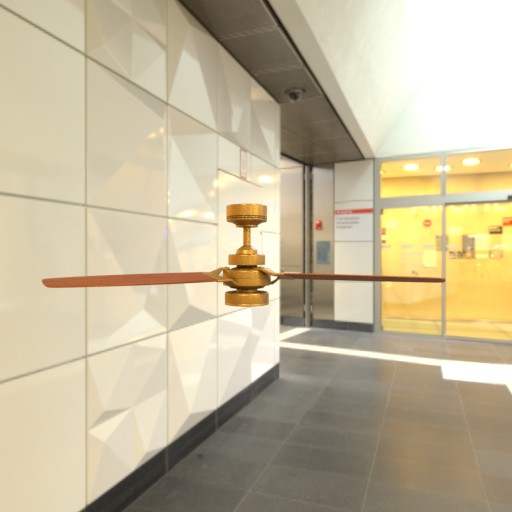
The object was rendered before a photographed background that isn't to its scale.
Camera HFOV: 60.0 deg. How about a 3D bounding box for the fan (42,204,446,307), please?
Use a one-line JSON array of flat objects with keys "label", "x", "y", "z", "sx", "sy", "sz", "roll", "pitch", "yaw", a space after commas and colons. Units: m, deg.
[{"label": "fan", "x": 0.000, "y": 0.000, "z": 2.032, "sx": 1.416, "sy": 0.425, "sz": 1.271, "roll": 0, "pitch": 0, "yaw": 1}]
